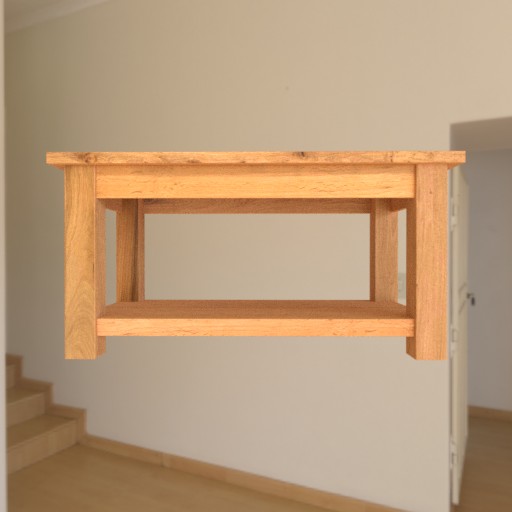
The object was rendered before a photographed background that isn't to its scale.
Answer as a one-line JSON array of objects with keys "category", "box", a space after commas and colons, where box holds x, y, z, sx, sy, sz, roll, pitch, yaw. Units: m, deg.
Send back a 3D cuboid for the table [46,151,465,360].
[{"category": "table", "box": [0.000, 0.000, 1.177, 0.899, 0.452, 0.450, 0, 0, 1]}]
